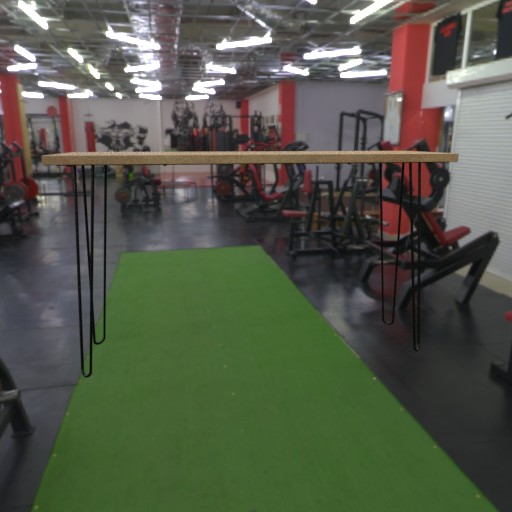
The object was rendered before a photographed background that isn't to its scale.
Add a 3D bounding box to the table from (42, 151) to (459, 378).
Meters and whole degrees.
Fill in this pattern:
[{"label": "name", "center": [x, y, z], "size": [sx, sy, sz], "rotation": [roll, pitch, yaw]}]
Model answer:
[{"label": "table", "center": [0.000, 0.000, 1.761], "size": [1.400, 0.799, 0.399], "rotation": [-2, 15, -9]}]
